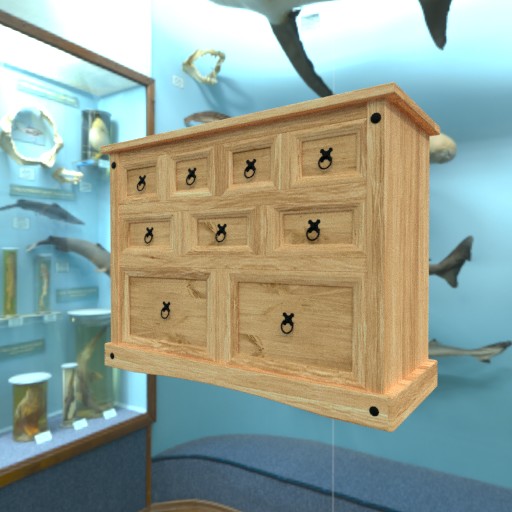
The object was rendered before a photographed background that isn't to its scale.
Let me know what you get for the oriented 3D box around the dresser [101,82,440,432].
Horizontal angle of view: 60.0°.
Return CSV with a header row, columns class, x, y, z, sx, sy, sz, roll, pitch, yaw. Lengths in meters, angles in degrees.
class,x,y,z,sx,sy,sz,roll,pitch,yaw
dresser,0.000,0.000,1.377,0.990,0.740,0.410,0,1,35
